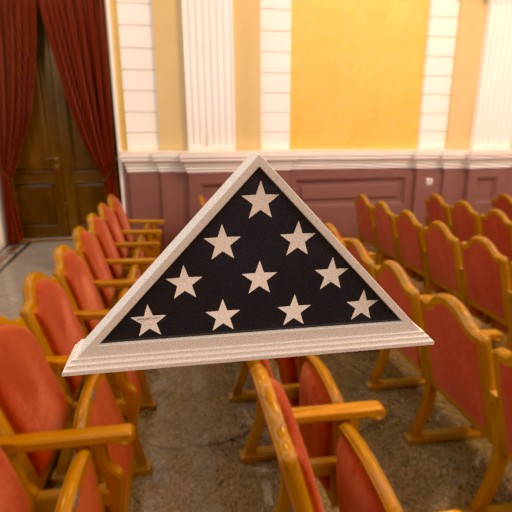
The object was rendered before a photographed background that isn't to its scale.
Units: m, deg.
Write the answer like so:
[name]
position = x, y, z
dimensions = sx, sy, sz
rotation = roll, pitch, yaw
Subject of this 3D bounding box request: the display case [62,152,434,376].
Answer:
[display case]
position = 0.000, 0.000, 0.750
dimensions = 0.640, 0.340, 0.095
rotation = -3, 17, -9
